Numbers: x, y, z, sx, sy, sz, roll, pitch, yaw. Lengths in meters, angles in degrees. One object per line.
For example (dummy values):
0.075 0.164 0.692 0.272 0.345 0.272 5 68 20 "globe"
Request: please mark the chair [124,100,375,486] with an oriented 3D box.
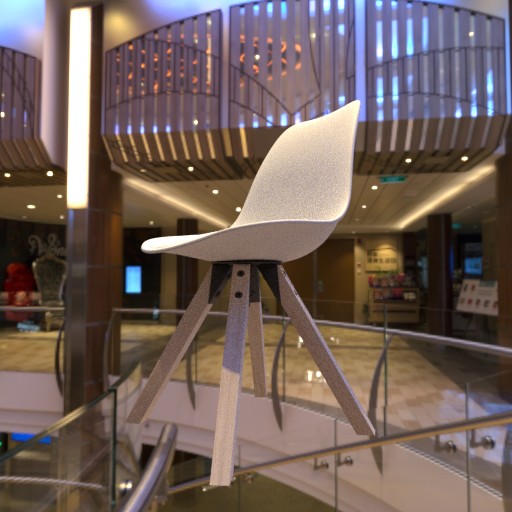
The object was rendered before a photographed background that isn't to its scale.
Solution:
0.000 0.000 1.123 0.550 0.850 0.485 2 -3 -37 "chair"
